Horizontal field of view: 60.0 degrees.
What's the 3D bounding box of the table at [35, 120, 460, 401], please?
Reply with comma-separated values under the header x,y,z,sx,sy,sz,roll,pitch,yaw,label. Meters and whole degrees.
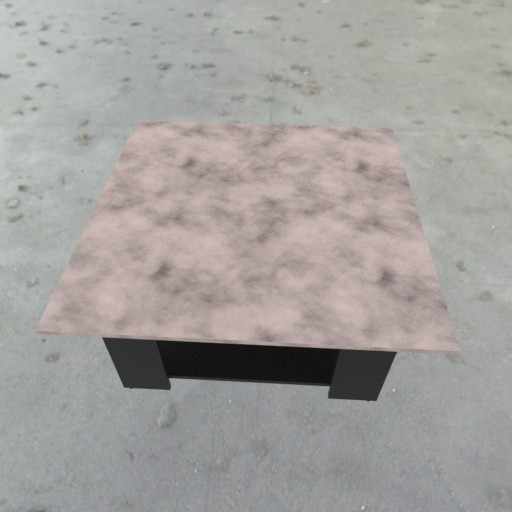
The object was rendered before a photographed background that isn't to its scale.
x,y,z,sx,sy,sz,roll,pitch,yaw,label
0.000,0.000,1.038,0.670,0.305,0.670,2,46,2,table
